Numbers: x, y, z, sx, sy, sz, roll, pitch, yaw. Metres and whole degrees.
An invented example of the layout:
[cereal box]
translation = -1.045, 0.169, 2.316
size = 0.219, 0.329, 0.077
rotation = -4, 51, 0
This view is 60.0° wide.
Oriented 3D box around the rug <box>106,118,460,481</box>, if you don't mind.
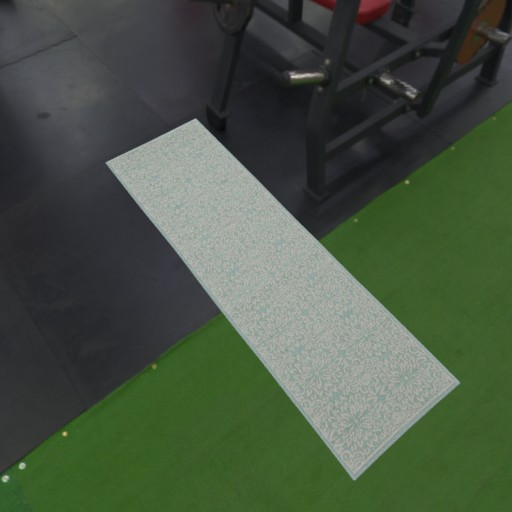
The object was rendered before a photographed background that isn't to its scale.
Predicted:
[rug]
translation = 0.000, 0.000, 2.364
size = 0.662, 0.011, 2.196
rotation = -33, 63, -19
